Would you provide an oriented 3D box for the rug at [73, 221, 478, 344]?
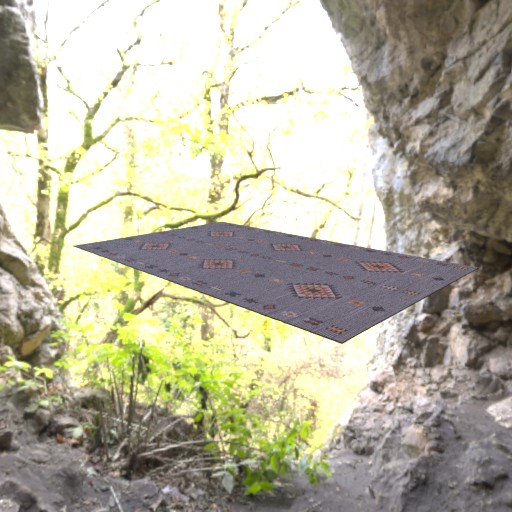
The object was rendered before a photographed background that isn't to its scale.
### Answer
[{"bbox_3d":[0.000,0.000,3.080,2.427,0.007,1.515,14,20,43],"label":"rug"}]
